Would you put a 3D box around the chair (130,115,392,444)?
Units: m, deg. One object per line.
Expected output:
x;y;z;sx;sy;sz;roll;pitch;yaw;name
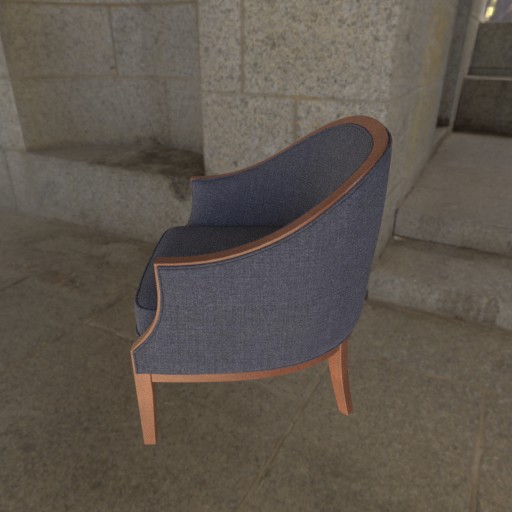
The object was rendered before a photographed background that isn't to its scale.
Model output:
0.000;0.000;1.476;0.735;0.876;0.803;0;26;-1;chair
